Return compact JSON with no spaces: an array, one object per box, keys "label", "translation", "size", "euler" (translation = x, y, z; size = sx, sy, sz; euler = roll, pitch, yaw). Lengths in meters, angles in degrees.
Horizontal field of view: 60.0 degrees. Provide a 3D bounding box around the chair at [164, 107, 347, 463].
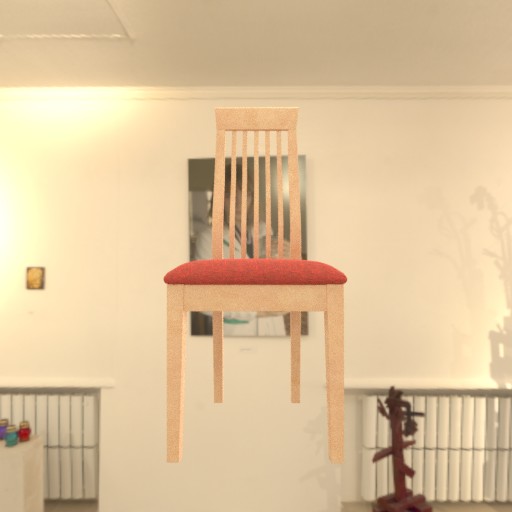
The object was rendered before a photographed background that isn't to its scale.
[{"label":"chair","translation":[0.000,0.000,1.327],"size":[0.460,1.027,0.474],"euler":[0,0,0]}]
